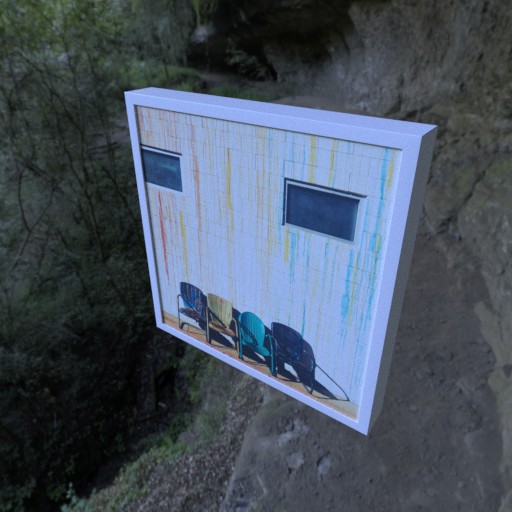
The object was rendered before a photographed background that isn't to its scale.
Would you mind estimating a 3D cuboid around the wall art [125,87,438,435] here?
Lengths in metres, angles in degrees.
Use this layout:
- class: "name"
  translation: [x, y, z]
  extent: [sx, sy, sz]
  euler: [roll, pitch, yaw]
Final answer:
- class: "wall art"
  translation: [0.000, 0.000, 0.467]
  extent: [0.305, 0.305, 0.038]
  euler: [19, 35, 30]
